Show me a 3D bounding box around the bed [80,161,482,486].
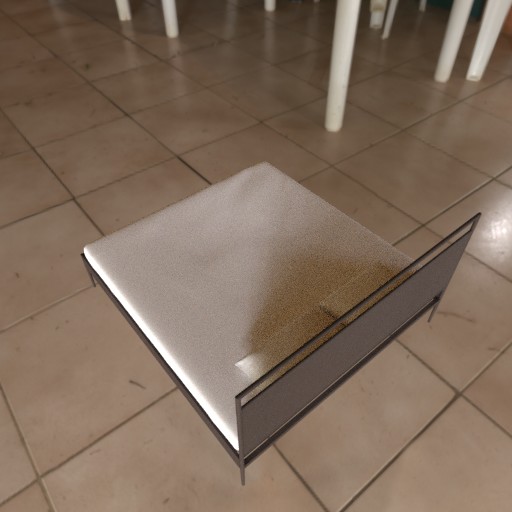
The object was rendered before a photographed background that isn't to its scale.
[{"bbox_3d":[0.000,0.000,3.396,1.993,1.173,2.151,-31,53,-26],"label":"bed"}]
